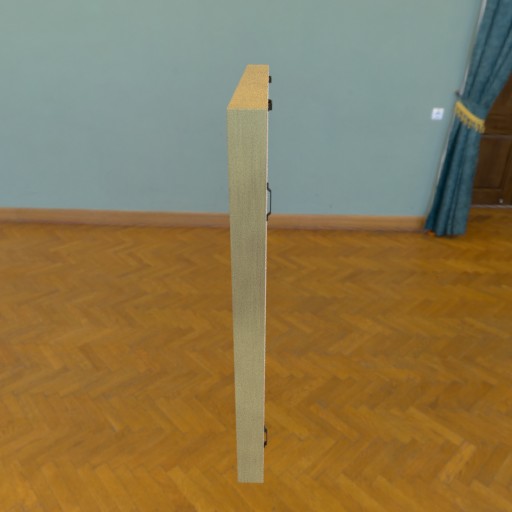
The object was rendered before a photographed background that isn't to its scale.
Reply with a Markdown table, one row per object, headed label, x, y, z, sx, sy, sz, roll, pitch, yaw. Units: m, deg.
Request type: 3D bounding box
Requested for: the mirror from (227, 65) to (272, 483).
| label | x | y | z | sx | sy | sz | roll | pitch | yaw |
| --- | --- | --- | --- | --- | --- | --- | --- | --- | --- |
| mirror | 0.000 | 0.000 | 0.684 | 0.041 | 0.509 | 0.406 | 1 | 28 | 1 |
